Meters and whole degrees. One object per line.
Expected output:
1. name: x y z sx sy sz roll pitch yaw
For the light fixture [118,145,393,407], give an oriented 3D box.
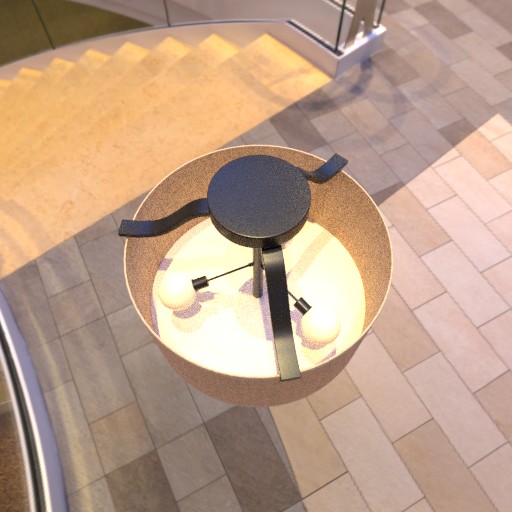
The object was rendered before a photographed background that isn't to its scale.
1. light fixture: 0.000 0.000 0.666 0.390 0.306 0.390 0 60 0
